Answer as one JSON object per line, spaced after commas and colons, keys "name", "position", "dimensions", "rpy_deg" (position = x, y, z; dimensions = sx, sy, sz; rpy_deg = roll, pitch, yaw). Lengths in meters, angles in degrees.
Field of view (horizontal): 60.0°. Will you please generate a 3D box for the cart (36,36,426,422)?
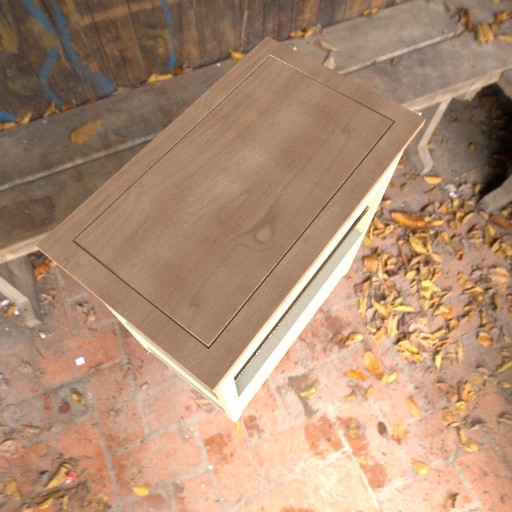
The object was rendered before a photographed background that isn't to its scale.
{"name": "cart", "position": [0.000, 0.000, 1.365], "dimensions": [0.459, 0.901, 0.840], "rpy_deg": [35, 69, 15]}
